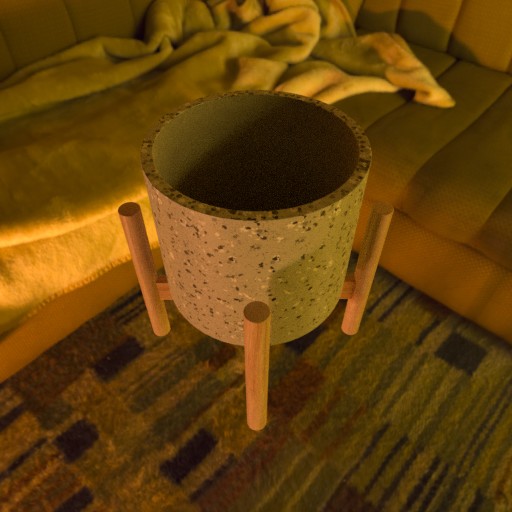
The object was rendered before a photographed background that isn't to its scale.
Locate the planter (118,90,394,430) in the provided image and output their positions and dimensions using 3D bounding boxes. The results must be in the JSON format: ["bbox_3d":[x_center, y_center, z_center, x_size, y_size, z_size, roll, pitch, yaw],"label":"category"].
[{"bbox_3d":[0.000,0.000,0.548,0.284,0.320,0.284,17,49,15],"label":"planter"}]
